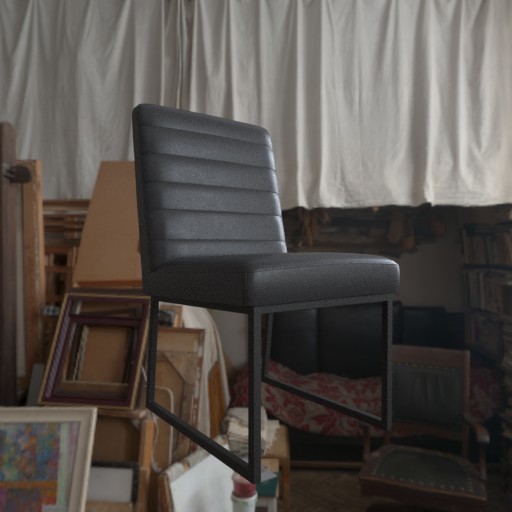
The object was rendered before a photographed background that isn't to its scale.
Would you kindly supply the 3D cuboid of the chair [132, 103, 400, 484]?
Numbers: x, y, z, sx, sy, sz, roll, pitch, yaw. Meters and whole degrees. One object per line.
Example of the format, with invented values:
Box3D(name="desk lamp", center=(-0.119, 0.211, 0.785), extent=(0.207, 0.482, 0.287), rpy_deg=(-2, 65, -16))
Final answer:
Box3D(name="chair", center=(0.000, 0.000, 1.282), extent=(0.520, 0.930, 0.634), rpy_deg=(-1, 1, -37))
